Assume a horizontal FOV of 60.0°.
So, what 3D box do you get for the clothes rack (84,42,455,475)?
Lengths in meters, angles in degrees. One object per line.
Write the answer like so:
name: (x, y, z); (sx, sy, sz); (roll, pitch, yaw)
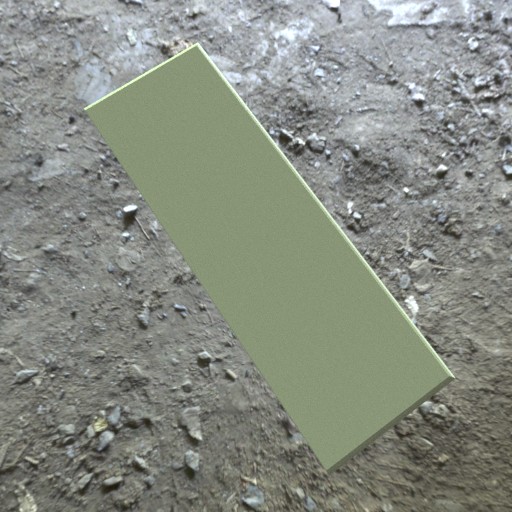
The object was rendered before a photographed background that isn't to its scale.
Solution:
clothes rack: (0.000, 0.000, 1.483); (0.405, 0.558, 1.218); (-34, 79, -8)
